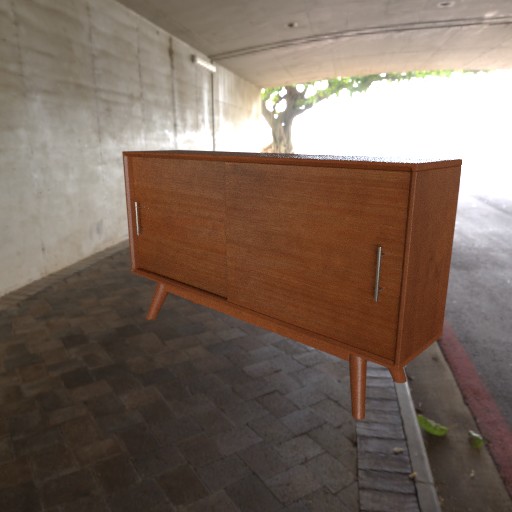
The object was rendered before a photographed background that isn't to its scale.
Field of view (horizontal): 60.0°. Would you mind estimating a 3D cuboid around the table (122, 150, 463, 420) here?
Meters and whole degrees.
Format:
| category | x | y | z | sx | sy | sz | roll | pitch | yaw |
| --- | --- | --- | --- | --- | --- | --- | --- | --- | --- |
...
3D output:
| category | x | y | z | sx | sy | sz | roll | pitch | yaw |
| --- | --- | --- | --- | --- | --- | --- | --- | --- | --- |
| table | 0.000 | 0.000 | 1.557 | 1.220 | 0.698 | 0.308 | 14 | 20 | 41 |
